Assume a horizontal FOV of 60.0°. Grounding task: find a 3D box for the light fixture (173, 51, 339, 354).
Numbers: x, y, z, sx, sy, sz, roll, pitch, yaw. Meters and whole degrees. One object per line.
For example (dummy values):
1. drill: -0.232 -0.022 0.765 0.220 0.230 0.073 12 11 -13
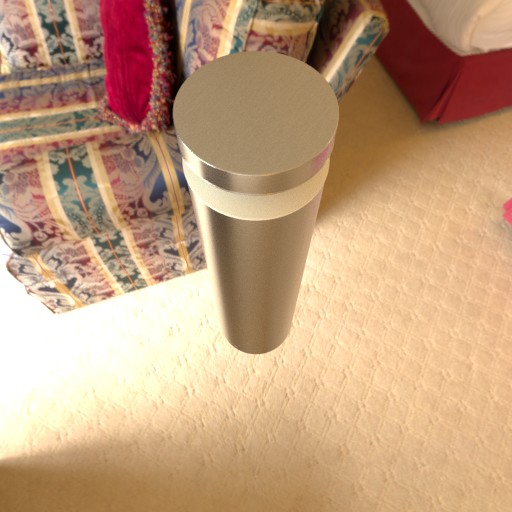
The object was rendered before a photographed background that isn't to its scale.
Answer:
1. light fixture: 0.000 0.000 0.446 0.102 0.400 0.102 31 68 14
